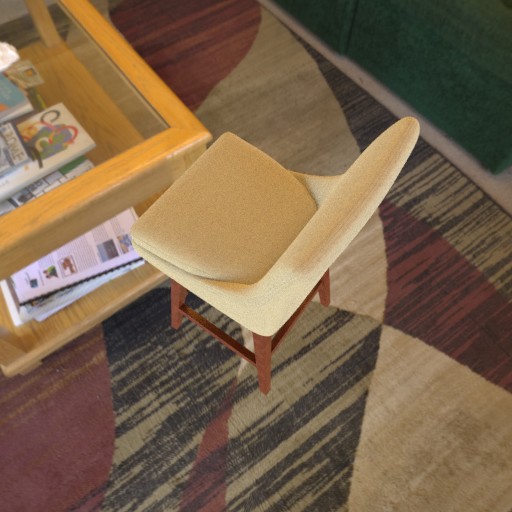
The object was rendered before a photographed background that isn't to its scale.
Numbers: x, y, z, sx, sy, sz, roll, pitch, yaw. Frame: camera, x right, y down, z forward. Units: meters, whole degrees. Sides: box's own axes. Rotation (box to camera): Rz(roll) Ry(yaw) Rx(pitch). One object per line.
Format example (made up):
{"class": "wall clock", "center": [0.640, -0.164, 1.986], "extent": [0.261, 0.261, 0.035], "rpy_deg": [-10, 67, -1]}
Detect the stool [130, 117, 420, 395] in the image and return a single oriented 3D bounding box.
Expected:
{"class": "stool", "center": [0.000, 0.000, 1.357], "extent": [0.559, 1.092, 0.470], "rpy_deg": [33, 67, 16]}
